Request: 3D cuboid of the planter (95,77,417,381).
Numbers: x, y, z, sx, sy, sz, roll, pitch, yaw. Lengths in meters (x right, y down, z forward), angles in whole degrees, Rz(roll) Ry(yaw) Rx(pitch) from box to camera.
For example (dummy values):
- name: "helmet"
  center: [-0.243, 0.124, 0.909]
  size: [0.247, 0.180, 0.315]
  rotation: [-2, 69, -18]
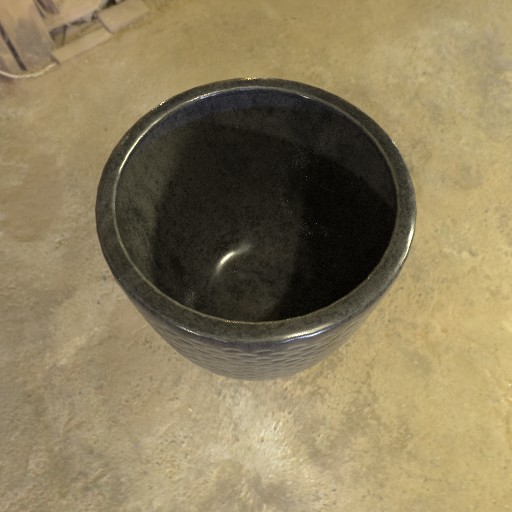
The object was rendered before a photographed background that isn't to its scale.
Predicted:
- name: "planter"
  center: [0.000, 0.000, 0.248]
  size: [0.140, 0.129, 0.140]
  rotation: [0, 63, 0]
